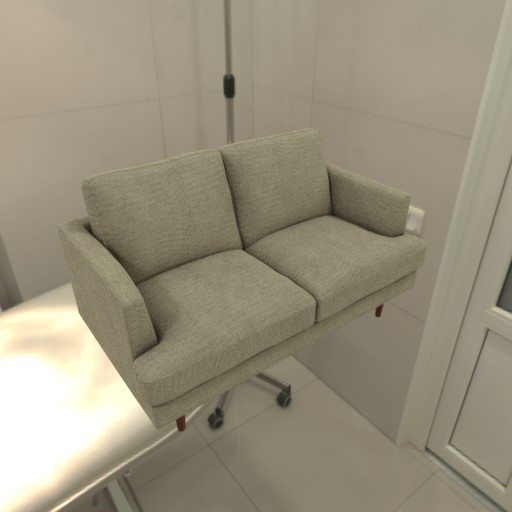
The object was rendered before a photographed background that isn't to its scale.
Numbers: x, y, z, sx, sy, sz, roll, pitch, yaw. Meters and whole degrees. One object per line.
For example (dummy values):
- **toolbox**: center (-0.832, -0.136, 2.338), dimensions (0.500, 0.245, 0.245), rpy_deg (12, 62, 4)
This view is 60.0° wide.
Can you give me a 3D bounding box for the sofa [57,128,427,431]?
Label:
- **sofa**: center (0.000, 0.000, 2.166), dimensions (1.582, 0.944, 0.903), rpy_deg (-21, 37, -31)
